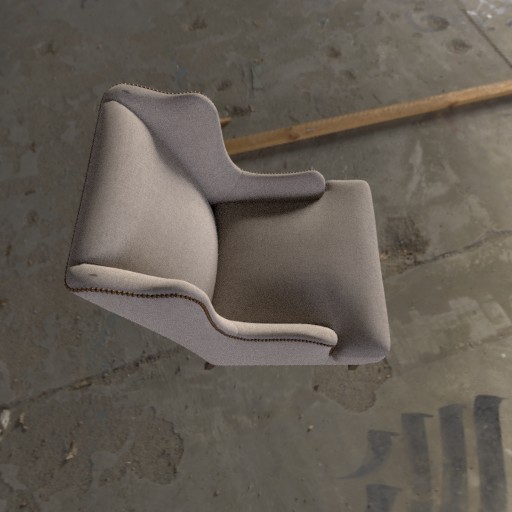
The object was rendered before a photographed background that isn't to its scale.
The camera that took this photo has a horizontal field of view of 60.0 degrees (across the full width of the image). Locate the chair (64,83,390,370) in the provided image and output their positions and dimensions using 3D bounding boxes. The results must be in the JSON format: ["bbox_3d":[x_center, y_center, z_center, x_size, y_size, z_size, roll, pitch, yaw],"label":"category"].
[{"bbox_3d":[0.000,0.000,1.639,0.940,1.029,0.737,0,64,0],"label":"chair"}]
